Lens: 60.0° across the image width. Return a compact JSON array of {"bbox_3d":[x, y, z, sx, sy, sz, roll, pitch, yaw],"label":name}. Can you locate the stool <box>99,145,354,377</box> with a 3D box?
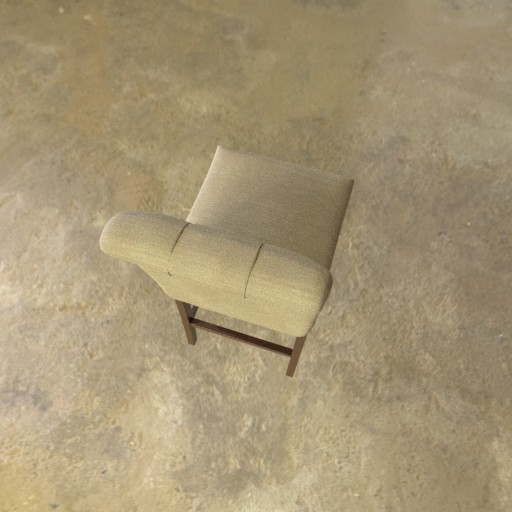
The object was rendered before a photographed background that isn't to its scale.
[{"bbox_3d":[0.000,0.000,1.447,0.486,1.084,0.660,16,65,8],"label":"stool"}]
